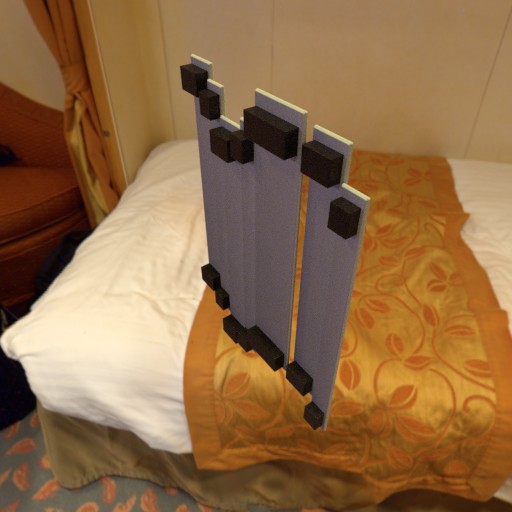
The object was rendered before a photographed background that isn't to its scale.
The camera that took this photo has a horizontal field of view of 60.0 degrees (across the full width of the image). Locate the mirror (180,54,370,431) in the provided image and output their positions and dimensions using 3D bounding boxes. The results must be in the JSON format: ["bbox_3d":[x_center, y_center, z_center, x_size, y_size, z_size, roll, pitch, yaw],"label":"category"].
[{"bbox_3d":[0.000,0.000,0.814,0.058,0.611,0.445,-25,46,-27],"label":"mirror"}]
